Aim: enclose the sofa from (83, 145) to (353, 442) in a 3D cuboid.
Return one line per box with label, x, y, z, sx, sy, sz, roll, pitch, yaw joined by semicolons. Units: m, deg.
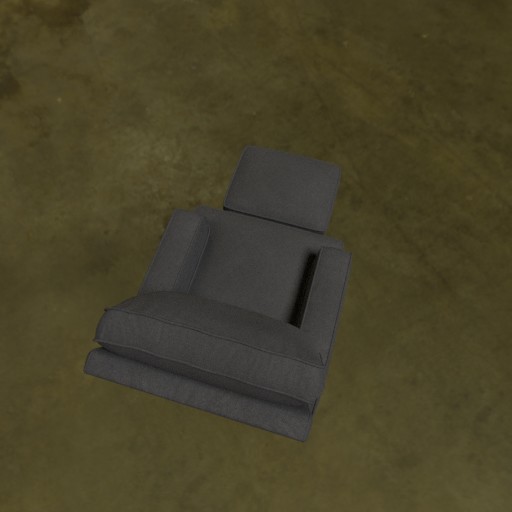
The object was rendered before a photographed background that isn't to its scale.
sofa;0.000;0.000;2.016;0.861;0.959;1.472;15;64;7
